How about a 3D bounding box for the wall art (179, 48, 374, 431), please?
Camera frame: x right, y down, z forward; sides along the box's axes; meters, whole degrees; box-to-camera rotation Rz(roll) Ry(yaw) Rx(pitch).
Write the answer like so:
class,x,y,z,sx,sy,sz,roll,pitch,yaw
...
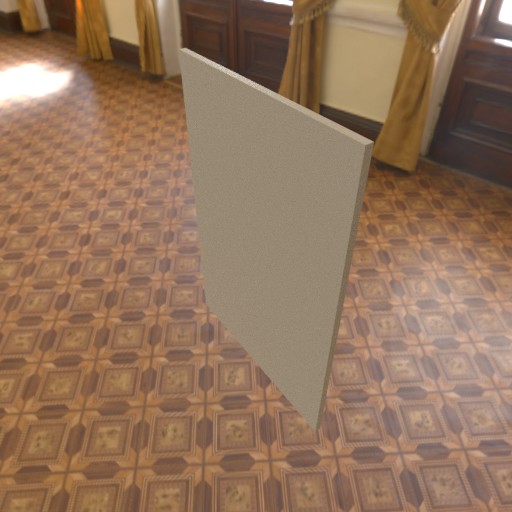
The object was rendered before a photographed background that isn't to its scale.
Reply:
class,x,y,z,sx,sy,sz,roll,pitch,yaw
wall art,0.000,0.000,0.623,0.010,0.474,0.325,-25,47,-26
